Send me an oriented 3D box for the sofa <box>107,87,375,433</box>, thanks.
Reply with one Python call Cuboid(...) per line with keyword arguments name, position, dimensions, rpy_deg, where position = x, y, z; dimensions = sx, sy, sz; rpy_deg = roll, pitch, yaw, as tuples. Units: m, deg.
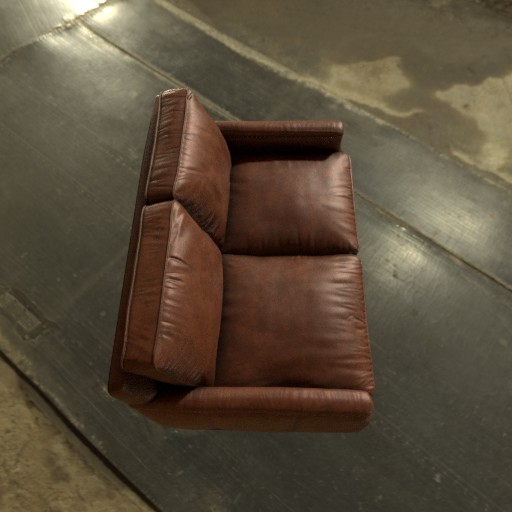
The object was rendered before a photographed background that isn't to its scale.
Cuboid(name="sofa", position=(0.000, 0.000, 2.252), dimensions=(1.083, 1.003, 1.628), rpy_deg=(1, 62, 0))
